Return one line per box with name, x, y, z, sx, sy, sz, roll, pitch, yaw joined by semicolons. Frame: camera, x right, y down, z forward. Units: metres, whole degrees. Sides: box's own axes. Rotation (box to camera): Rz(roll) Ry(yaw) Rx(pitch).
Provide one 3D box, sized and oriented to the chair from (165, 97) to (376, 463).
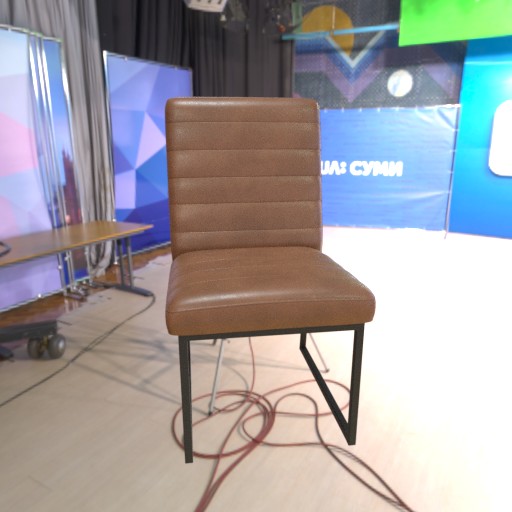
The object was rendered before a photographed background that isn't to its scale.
chair;0.000;0.000;1.334;0.520;0.930;0.634;-2;17;-8
